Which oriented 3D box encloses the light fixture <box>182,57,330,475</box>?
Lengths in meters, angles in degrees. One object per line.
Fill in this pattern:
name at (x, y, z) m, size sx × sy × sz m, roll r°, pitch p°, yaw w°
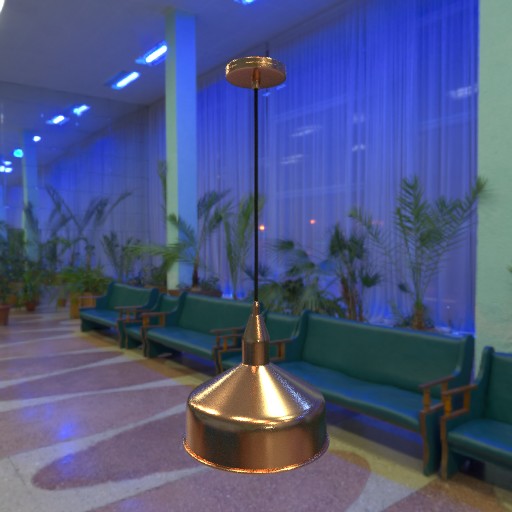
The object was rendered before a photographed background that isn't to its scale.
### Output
light fixture at (0.000, 0.000, 0.907) m, size 0.301 × 0.754 × 0.301 m, roll -1°, pitch 2°, yaw -37°
